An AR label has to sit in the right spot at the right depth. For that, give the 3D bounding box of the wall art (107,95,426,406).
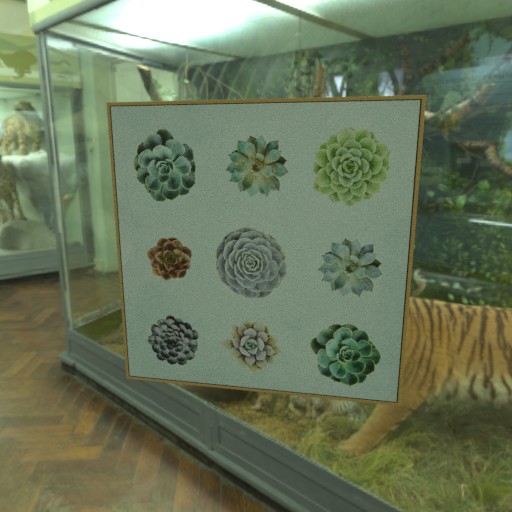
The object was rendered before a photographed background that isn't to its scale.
[{"bbox_3d":[0.000,0.000,1.429,0.962,0.959,0.013,2,13,11],"label":"wall art"}]
